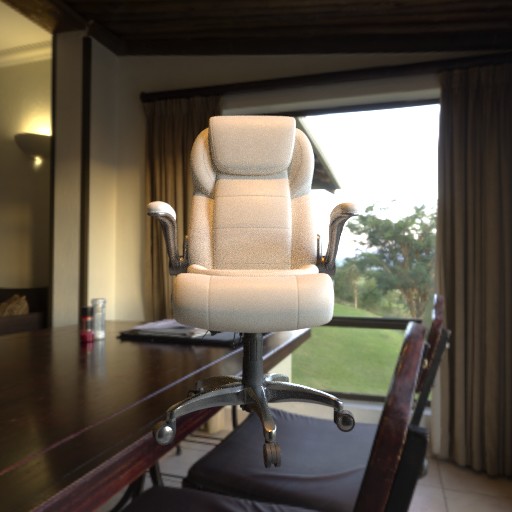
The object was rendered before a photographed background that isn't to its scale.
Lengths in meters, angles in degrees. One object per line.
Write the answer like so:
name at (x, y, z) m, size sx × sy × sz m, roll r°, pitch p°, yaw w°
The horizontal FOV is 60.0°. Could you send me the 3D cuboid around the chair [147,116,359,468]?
chair at (0.000, 0.000, 1.763) m, size 0.755 × 1.330 × 0.806 m, roll 0°, pitch -1°, yaw -1°
